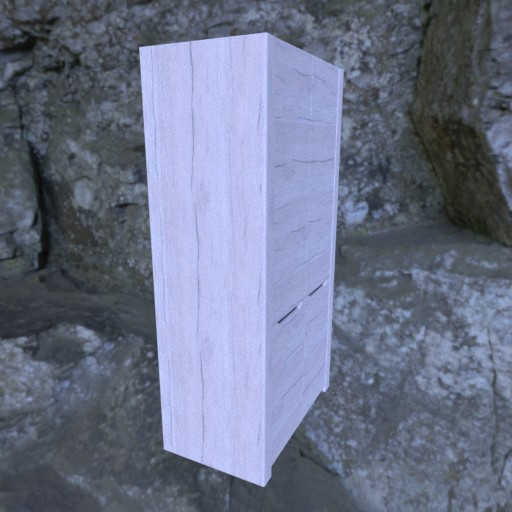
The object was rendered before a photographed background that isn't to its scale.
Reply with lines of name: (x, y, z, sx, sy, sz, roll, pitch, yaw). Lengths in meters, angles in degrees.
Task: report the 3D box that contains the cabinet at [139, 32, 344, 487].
cabinet: (0.000, 0.000, 2.358, 0.580, 1.930, 0.980, 7, 16, 26)
